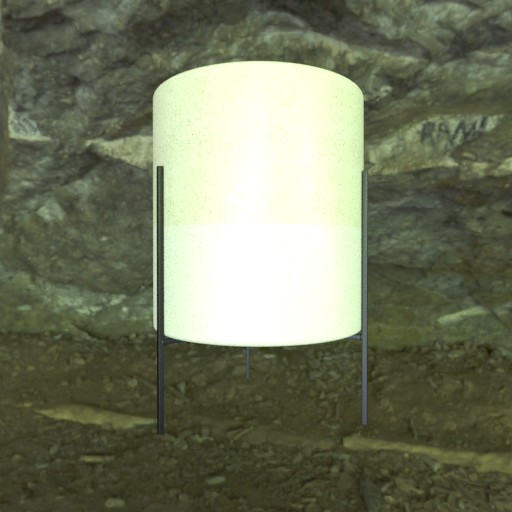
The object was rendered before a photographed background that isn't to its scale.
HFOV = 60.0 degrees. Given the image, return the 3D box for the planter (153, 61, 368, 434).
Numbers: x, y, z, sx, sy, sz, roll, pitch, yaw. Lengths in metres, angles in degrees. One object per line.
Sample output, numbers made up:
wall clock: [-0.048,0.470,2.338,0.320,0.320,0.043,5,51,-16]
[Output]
planter: [0.000,0.000,0.700,0.333,0.483,0.324,0,1,-37]
